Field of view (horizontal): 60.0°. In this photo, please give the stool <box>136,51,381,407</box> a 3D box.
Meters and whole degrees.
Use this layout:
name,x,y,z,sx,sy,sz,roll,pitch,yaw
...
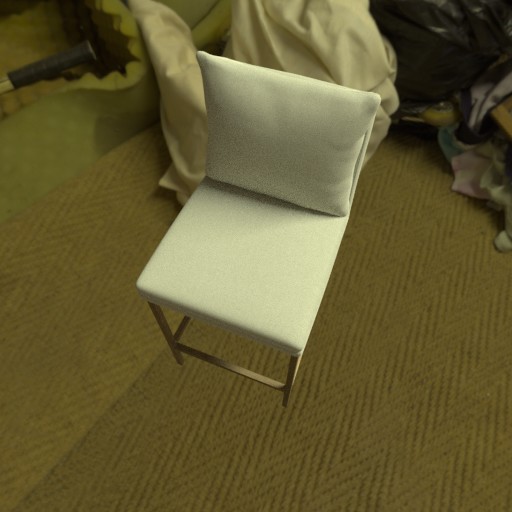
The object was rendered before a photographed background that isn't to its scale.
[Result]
name,x,y,z,sx,sy,sz,roll,pitch,yaw
stool,0.000,0.000,1.351,0.463,1.032,0.572,19,60,11
